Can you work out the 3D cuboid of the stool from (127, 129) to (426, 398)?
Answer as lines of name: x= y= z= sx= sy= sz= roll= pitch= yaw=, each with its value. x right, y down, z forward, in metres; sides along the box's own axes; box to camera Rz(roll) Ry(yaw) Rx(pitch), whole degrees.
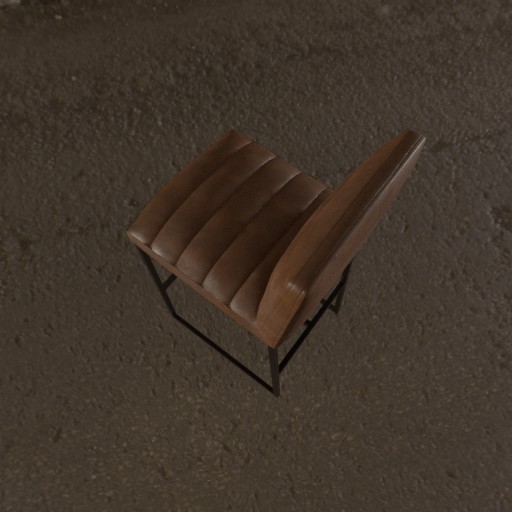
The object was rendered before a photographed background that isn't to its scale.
stool: x=0.000 y=0.000 z=1.357 sx=0.562 sy=1.065 sz=0.463 roll=34 pitch=68 yaw=16
